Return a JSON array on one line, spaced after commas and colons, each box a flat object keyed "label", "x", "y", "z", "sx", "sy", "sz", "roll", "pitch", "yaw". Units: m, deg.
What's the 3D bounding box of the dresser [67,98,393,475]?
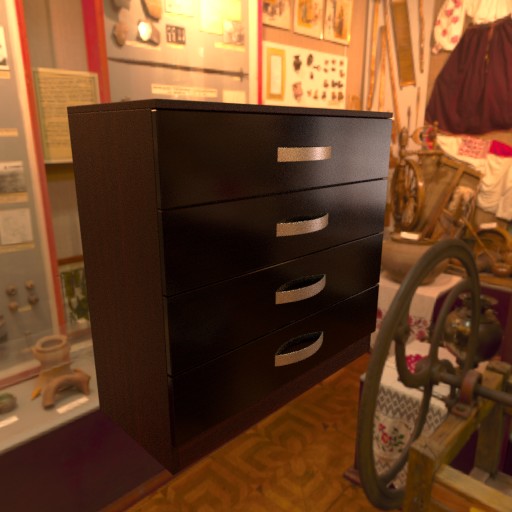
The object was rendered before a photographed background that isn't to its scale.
[{"label": "dresser", "x": 0.000, "y": 0.000, "z": 1.148, "sx": 0.360, "sy": 0.720, "sz": 0.750, "roll": 15, "pitch": 22, "yaw": 43}]
